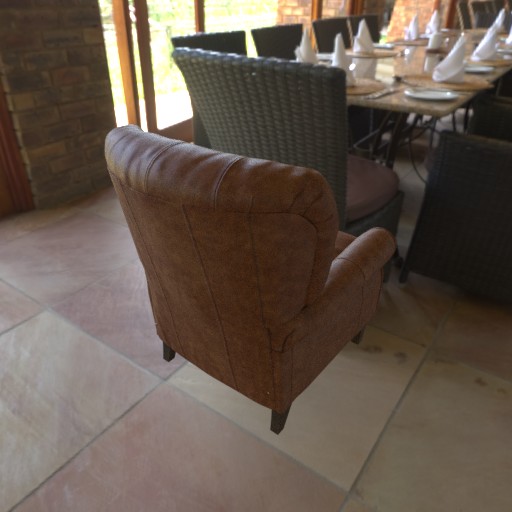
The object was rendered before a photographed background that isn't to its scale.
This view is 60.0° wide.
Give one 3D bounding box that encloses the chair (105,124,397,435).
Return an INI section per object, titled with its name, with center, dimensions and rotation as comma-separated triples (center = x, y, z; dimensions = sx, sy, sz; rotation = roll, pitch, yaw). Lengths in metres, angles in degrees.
[chair]
center = 0.000, 0.000, 1.908
dimensions = 0.951, 1.164, 1.059
rotation = 22, 37, 33
